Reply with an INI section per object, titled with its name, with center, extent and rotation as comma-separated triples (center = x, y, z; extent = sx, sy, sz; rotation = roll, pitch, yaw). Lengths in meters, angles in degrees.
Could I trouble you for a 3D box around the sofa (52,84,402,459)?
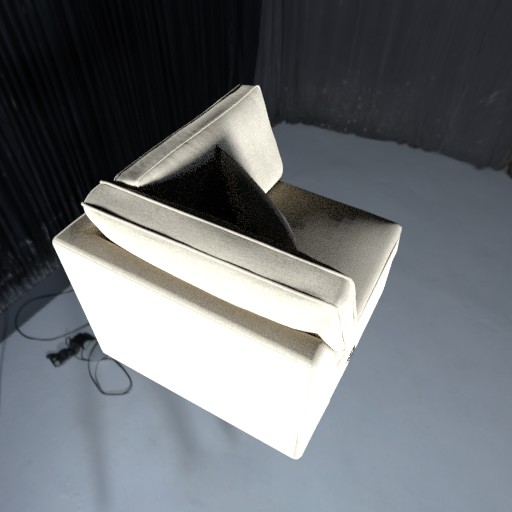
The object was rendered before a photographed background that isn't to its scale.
[sofa]
center = 0.000, 0.000, 1.994
extent = 1.084, 1.002, 1.146
rotation = 22, 50, 20
